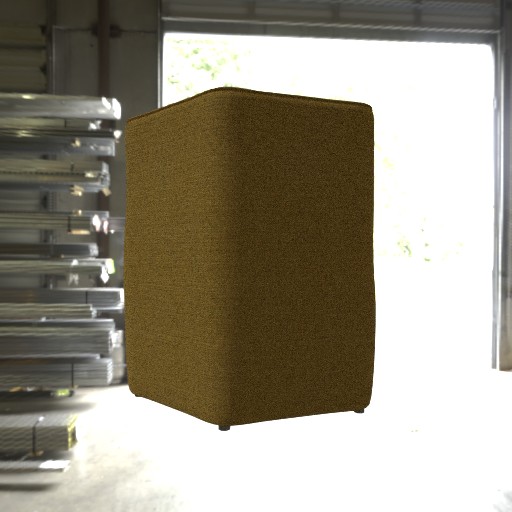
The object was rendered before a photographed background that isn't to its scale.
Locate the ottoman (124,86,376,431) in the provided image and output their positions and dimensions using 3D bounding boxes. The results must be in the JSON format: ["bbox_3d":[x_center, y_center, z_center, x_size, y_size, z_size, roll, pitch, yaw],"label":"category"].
[{"bbox_3d":[0.000,0.000,0.863,0.494,0.502,0.443,0,0,-18],"label":"ottoman"}]
